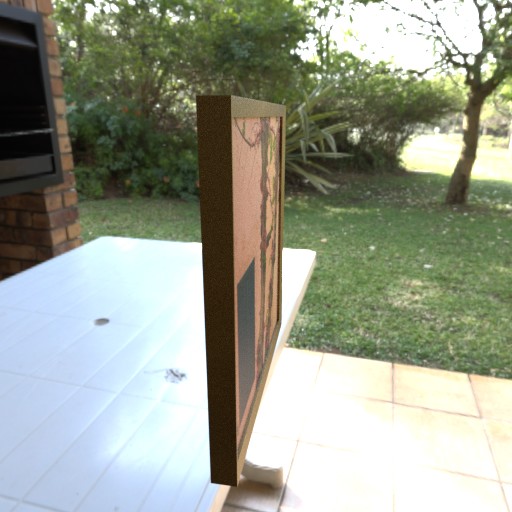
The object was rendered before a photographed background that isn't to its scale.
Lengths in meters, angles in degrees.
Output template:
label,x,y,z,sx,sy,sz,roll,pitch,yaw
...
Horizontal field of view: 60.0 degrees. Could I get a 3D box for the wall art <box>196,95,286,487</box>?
label,x,y,z,sx,sy,sz,roll,pitch,yaw
wall art,0.000,0.000,0.776,0.038,0.508,0.507,3,18,10
